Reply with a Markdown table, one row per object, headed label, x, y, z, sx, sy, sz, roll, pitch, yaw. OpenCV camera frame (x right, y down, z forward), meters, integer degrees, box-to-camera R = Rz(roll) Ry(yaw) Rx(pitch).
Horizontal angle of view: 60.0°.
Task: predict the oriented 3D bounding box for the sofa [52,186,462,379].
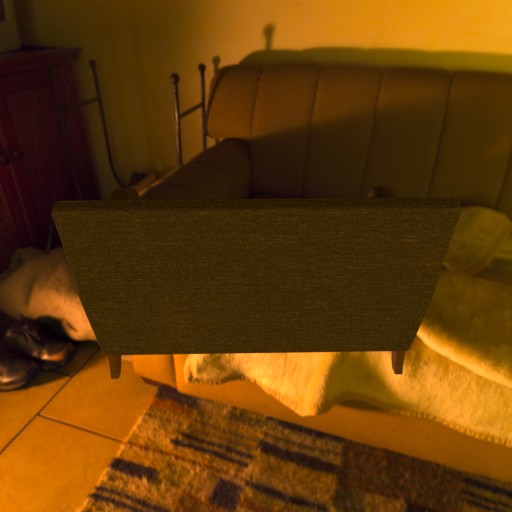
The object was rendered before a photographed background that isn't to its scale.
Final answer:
| label | x | y | z | sx | sy | sz | roll | pitch | yaw |
| --- | --- | --- | --- | --- | --- | --- | --- | --- | --- |
| sofa | 0.000 | 0.000 | 2.126 | 1.509 | 0.905 | 0.867 | -1 | 30 | -1 |
